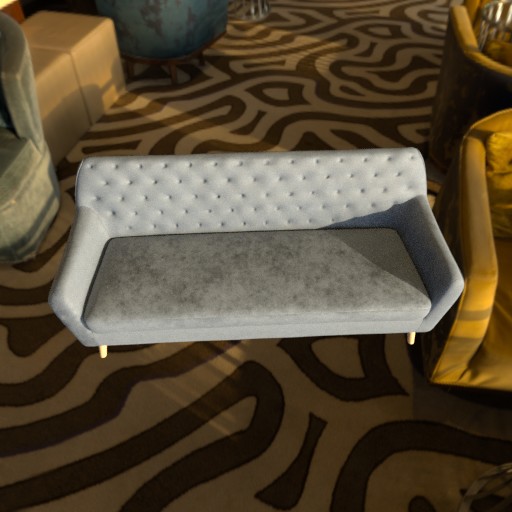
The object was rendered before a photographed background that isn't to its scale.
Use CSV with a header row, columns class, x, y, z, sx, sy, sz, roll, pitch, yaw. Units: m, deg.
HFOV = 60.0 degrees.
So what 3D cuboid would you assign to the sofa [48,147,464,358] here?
class,x,y,z,sx,sy,sz,roll,pitch,yaw
sofa,0.000,0.000,2.424,1.975,0.832,0.841,-2,47,-2
